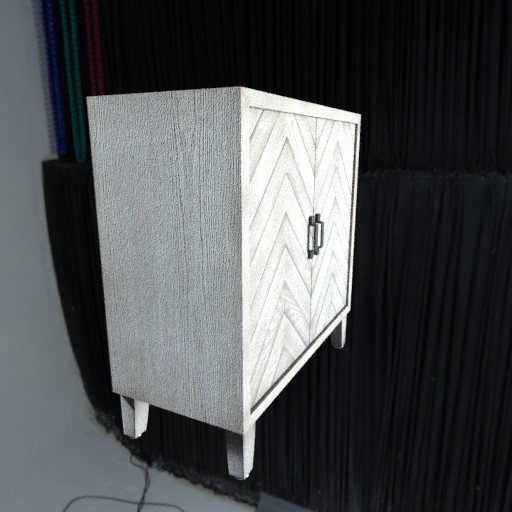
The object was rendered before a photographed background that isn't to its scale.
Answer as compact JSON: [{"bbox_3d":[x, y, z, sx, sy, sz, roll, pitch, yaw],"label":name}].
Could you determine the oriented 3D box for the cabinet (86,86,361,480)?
[{"bbox_3d":[0.000,0.000,1.237,0.370,0.787,0.781,7,16,26],"label":"cabinet"}]
